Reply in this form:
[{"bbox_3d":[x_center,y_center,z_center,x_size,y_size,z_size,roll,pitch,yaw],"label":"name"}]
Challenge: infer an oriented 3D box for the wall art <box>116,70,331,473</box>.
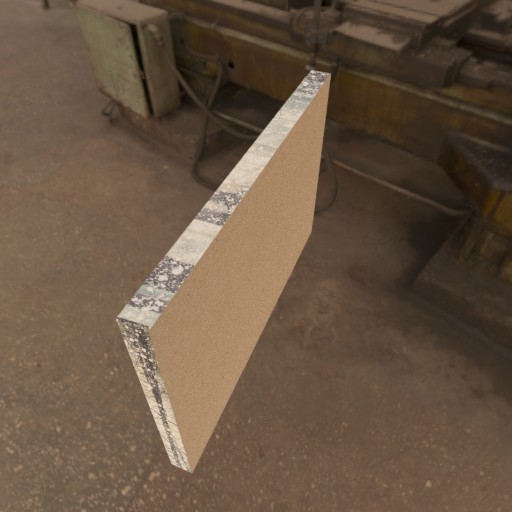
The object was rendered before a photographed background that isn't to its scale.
[{"bbox_3d":[0.000,0.000,0.769,0.042,0.398,0.618,17,48,16],"label":"wall art"}]
